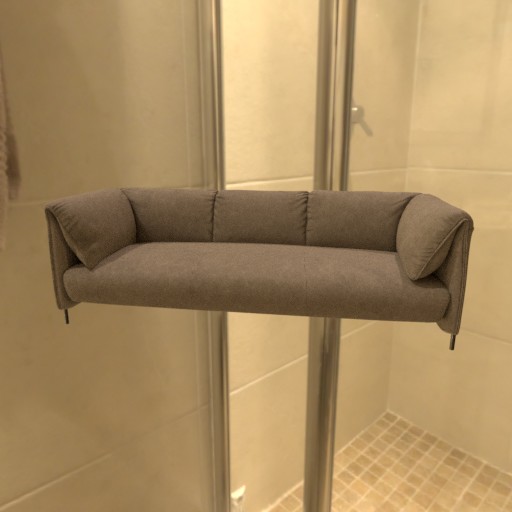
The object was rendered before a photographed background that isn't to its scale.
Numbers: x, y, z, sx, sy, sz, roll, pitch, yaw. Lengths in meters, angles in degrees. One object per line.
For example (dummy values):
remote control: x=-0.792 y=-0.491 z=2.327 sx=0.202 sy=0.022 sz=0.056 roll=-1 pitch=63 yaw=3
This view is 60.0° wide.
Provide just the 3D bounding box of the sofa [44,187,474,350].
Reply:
sofa: x=0.000 y=0.000 z=2.715 sx=2.238 sy=0.758 sz=0.899 roll=2 pitch=15 yaw=9
